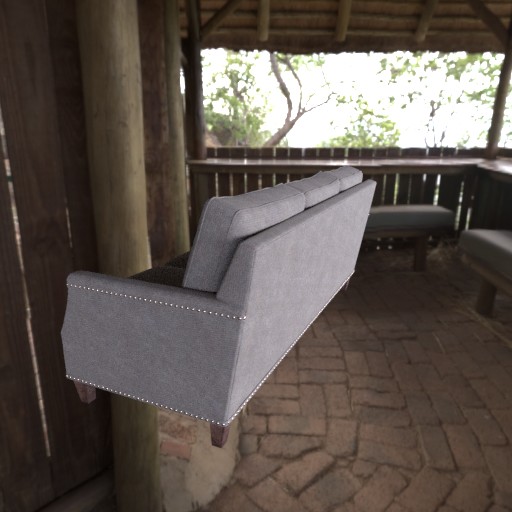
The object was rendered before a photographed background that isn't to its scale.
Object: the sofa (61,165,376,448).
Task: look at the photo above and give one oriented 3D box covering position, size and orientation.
[{"bbox_3d":[0.000,0.000,2.778,1.034,1.042,2.226,7,18,24],"label":"sofa"}]
